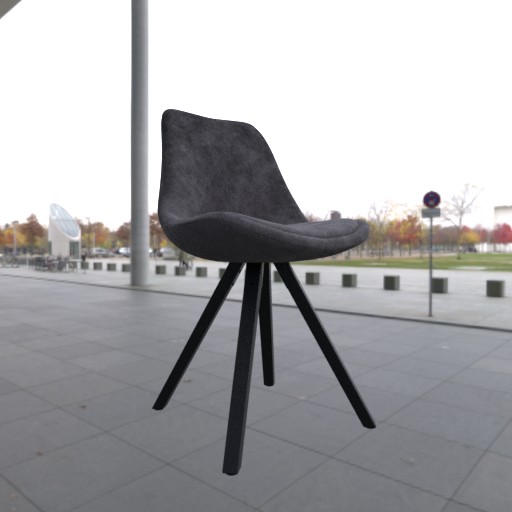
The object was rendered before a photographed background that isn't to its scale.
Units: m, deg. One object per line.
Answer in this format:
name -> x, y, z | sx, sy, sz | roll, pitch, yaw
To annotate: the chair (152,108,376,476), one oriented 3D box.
chair -> 0.000, 0.000, 1.159 | 0.485, 0.850, 0.550 | -1, 1, -34
